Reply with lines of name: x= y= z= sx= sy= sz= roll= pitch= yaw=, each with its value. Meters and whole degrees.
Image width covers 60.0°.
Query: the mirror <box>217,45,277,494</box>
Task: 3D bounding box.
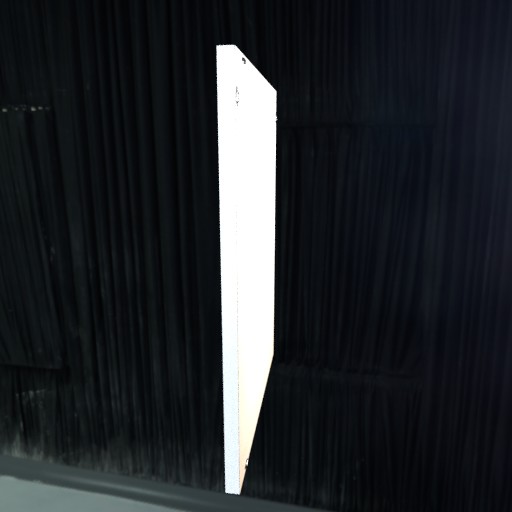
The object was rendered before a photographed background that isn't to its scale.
mirror: x=0.000 y=0.000 z=1.332 sx=0.040 sy=1.016 sz=0.762 roll=2 pitch=14 yaw=8
